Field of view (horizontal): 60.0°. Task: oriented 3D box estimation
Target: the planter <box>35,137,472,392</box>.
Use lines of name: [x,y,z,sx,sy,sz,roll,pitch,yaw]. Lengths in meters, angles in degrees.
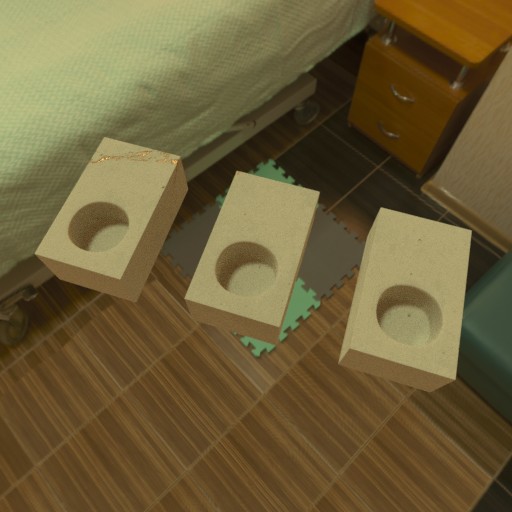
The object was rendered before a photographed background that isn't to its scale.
planter: [0.000,0.000,0.383,0.333,0.051,0.127,16,65,8]
